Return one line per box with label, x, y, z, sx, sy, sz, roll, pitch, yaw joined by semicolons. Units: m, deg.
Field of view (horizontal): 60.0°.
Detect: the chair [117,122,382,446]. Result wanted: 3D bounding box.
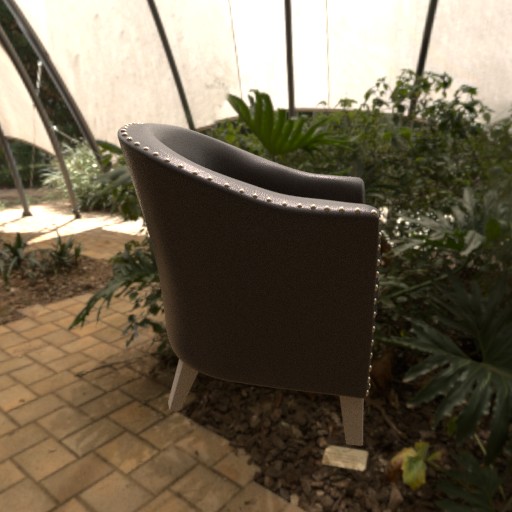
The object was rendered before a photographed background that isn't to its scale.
chair;0.000;0.000;1.428;0.748;0.823;0.794;3;15;10
